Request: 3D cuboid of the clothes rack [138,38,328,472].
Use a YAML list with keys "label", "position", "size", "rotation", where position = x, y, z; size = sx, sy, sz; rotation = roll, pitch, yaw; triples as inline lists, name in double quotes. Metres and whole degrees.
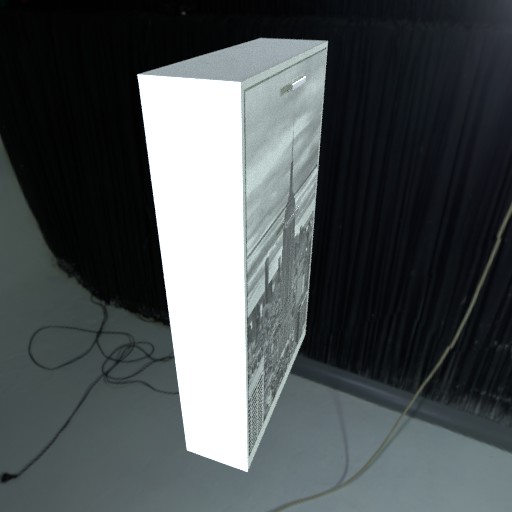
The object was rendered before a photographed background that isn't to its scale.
- label: "clothes rack"
  position: [0.000, 0.000, 1.532]
  size: [0.250, 1.280, 0.750]
  rotation: [11, 34, 18]
